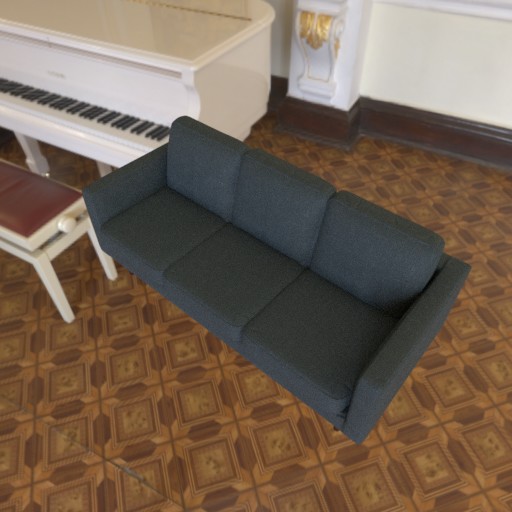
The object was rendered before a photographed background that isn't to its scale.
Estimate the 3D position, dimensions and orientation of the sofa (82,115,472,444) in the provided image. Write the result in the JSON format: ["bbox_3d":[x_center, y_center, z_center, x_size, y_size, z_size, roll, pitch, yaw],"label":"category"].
[{"bbox_3d":[0.000,0.000,2.556,2.013,0.945,0.935,31,53,27],"label":"sofa"}]
